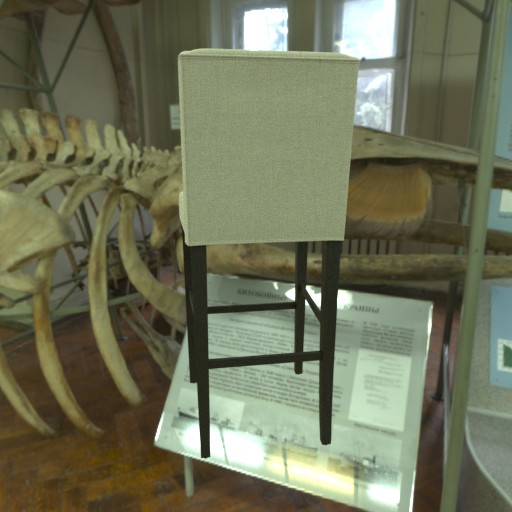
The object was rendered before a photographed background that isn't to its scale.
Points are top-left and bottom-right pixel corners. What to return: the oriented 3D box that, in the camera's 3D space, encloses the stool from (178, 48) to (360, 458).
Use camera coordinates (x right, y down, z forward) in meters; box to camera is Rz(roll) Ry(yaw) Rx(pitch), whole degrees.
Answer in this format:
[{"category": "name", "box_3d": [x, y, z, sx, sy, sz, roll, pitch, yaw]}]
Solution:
[{"category": "stool", "box_3d": [0.000, 0.000, 1.407, 0.474, 1.116, 0.509, -2, 15, -9]}]
